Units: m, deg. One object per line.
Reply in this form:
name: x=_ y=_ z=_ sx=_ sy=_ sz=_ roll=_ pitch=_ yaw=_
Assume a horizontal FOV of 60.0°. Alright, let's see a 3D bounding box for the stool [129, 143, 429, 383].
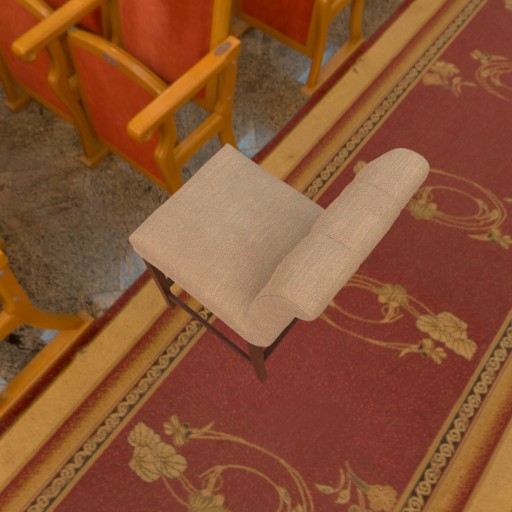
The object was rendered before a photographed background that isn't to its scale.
stool: x=0.000 y=0.000 z=1.462 sx=0.660 sy=1.084 sz=0.486 roll=36 pitch=70 yaw=16
